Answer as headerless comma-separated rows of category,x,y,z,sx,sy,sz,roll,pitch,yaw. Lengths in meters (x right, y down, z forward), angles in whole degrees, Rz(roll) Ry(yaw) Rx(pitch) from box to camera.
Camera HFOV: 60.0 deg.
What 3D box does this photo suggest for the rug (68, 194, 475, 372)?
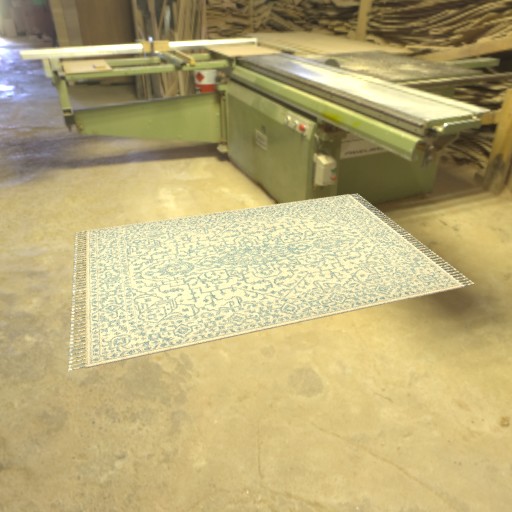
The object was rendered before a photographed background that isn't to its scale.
rug,0.000,0.000,3.121,2.438,0.010,1.524,-10,33,-15
